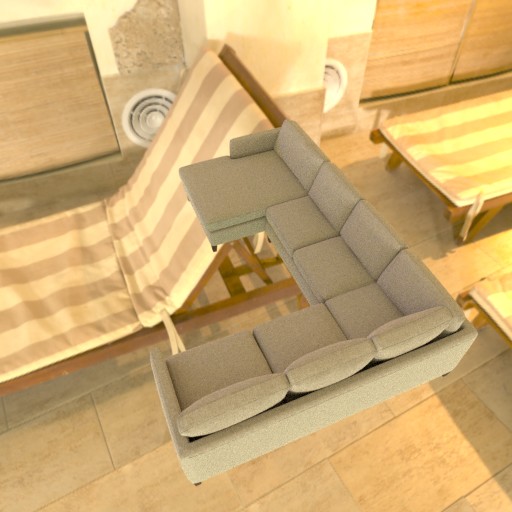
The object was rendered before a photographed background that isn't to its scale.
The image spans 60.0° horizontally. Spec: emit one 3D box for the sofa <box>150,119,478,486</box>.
[{"bbox_3d":[0.000,0.000,4.542,2.593,0.959,3.460,-17,50,-15],"label":"sofa"}]
